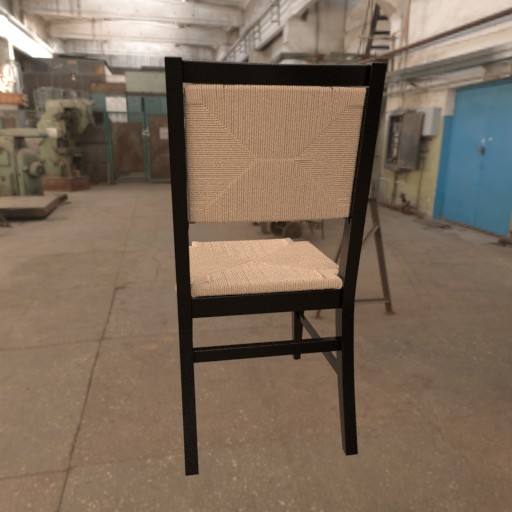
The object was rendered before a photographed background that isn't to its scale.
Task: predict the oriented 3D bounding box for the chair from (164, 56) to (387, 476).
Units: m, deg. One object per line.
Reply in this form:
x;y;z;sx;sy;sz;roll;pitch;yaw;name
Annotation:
0.000;0.000;1.217;0.437;0.927;0.552;-3;16;-10;chair
